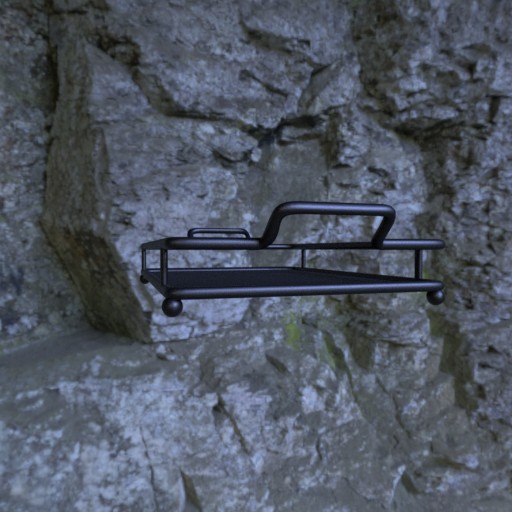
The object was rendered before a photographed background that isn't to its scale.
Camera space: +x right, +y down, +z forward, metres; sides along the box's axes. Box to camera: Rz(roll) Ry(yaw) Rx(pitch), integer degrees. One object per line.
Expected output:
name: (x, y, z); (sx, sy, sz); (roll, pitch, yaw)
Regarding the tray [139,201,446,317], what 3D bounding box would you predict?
tray: (0.000, 0.000, 0.620); (0.297, 0.101, 0.495); (0, 1, -17)
